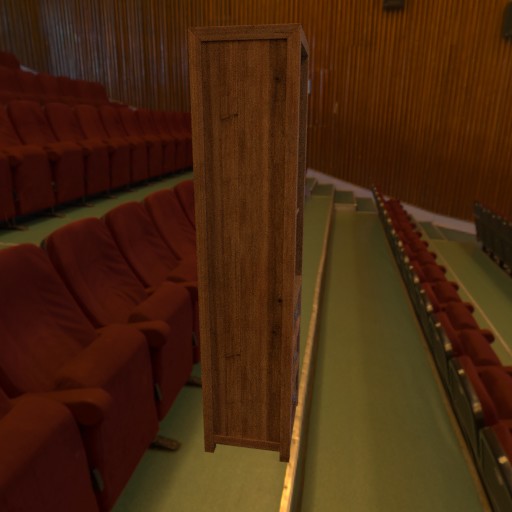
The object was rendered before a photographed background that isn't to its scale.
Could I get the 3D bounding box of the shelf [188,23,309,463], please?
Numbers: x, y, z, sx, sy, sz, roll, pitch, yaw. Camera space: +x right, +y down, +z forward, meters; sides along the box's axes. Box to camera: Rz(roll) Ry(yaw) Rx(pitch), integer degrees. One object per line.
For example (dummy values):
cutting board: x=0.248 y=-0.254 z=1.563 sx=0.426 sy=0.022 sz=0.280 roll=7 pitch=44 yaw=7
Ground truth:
shelf: x=0.000 y=0.000 z=2.122 sx=0.428 sy=1.900 sz=0.500 roll=3 pitch=17 yaw=10
